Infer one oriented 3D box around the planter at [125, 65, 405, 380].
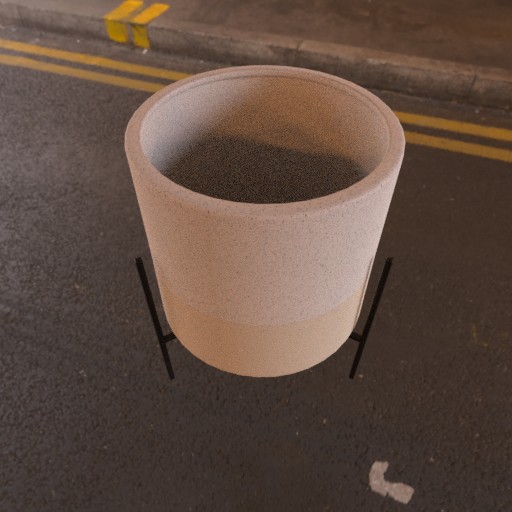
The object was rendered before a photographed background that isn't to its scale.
[{"bbox_3d":[0.000,0.000,0.646,0.335,0.423,0.313,-23,51,-20],"label":"planter"}]
